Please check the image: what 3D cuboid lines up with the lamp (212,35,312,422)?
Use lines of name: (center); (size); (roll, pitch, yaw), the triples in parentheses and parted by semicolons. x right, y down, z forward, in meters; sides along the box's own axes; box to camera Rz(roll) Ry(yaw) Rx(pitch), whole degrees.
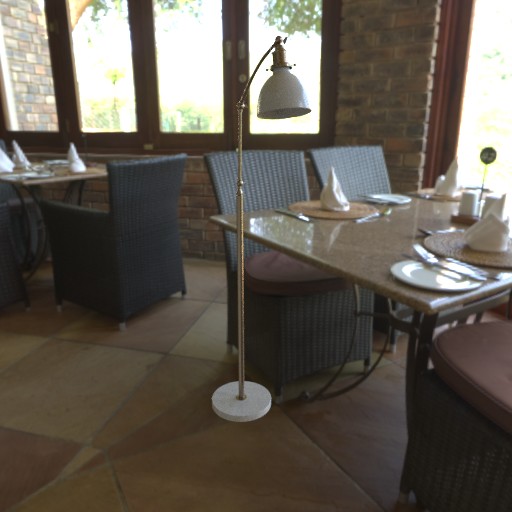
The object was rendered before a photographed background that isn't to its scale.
lamp: (0.000, 0.000, 1.811); (0.288, 1.586, 0.599); (-8, 18, -26)
